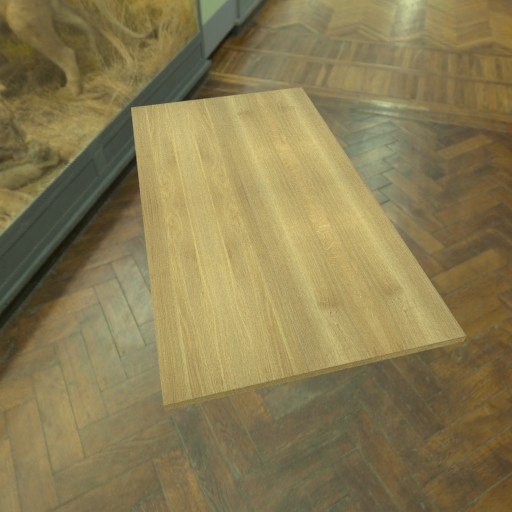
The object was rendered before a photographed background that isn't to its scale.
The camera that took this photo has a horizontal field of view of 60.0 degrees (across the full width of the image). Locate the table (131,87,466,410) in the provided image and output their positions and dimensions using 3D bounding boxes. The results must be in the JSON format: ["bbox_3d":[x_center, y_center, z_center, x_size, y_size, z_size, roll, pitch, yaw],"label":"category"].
[{"bbox_3d":[0.000,0.000,2.050,0.900,0.750,1.600,-10,48,-9],"label":"table"}]
